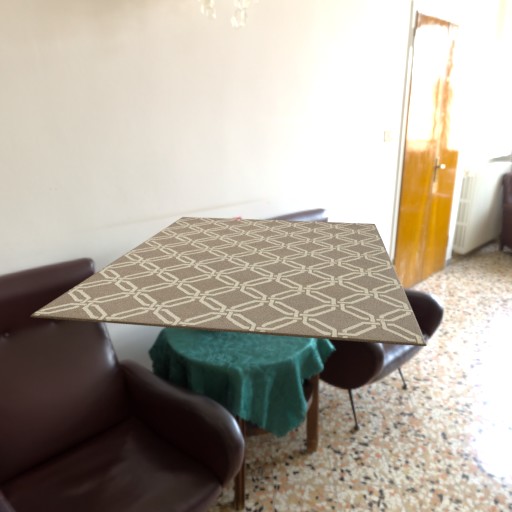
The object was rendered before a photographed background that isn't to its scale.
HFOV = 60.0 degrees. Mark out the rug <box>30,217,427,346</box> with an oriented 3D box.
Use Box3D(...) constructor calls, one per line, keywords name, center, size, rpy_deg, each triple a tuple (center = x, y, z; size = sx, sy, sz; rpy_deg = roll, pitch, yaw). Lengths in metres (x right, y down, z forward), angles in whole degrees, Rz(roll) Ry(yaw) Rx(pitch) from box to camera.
Box3D(name="rug", center=(0.000, 0.000, 3.861), size=(2.288, 0.018, 2.895), rpy_deg=(3, 17, 9))
